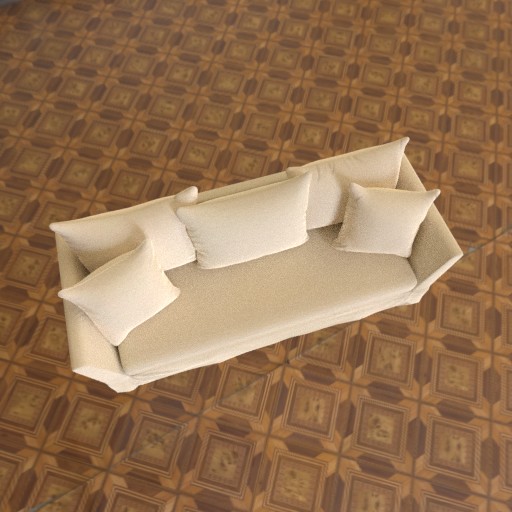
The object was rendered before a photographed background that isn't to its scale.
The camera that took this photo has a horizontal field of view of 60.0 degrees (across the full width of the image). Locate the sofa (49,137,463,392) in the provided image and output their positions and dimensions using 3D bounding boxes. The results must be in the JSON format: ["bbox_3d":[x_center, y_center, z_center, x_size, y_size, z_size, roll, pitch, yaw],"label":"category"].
[{"bbox_3d":[0.000,0.000,3.068,2.484,1.042,1.030,-16,64,-8],"label":"sofa"}]
